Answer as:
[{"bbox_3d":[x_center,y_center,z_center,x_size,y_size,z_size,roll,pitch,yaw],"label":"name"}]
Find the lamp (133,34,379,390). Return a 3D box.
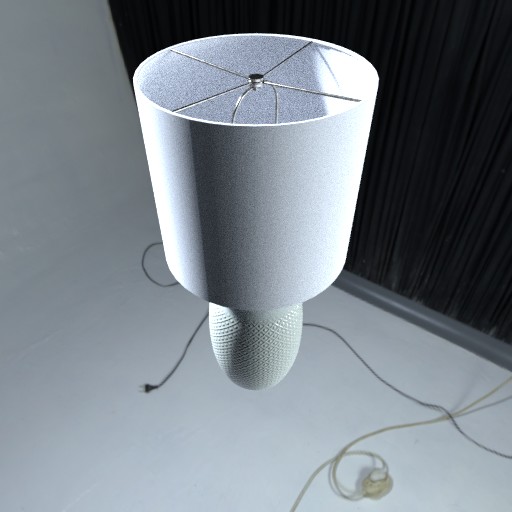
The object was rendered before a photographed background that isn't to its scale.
[{"bbox_3d":[0.000,0.000,0.552,0.217,0.453,0.217,26,49,26],"label":"lamp"}]
